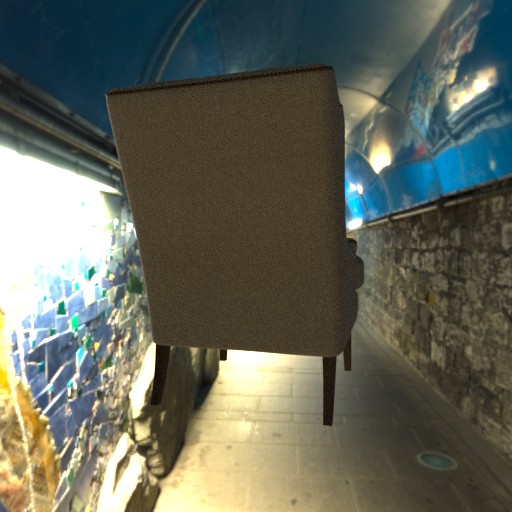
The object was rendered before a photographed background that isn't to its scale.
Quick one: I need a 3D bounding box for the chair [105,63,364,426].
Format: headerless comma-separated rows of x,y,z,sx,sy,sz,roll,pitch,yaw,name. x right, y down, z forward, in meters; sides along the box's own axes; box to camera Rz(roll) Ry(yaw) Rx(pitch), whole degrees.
0.000,0.000,1.652,0.737,1.029,0.940,0,1,17,chair
